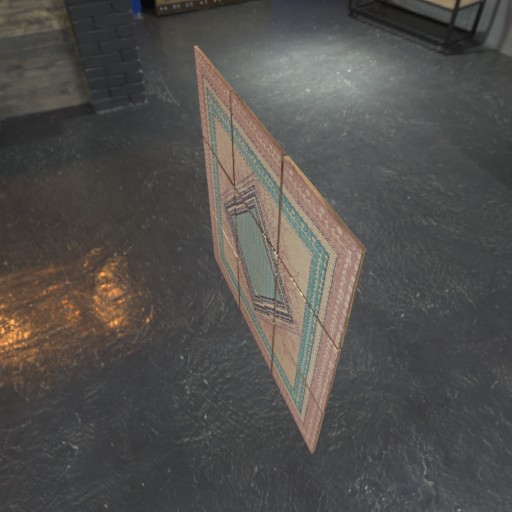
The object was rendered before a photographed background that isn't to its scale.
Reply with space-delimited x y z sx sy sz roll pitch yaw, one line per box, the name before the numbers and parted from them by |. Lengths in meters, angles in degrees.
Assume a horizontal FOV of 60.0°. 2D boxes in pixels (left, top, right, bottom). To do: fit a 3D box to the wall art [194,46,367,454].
wall art | 0.000 0.000 1.792 0.013 1.213 1.215 -17 49 -16
